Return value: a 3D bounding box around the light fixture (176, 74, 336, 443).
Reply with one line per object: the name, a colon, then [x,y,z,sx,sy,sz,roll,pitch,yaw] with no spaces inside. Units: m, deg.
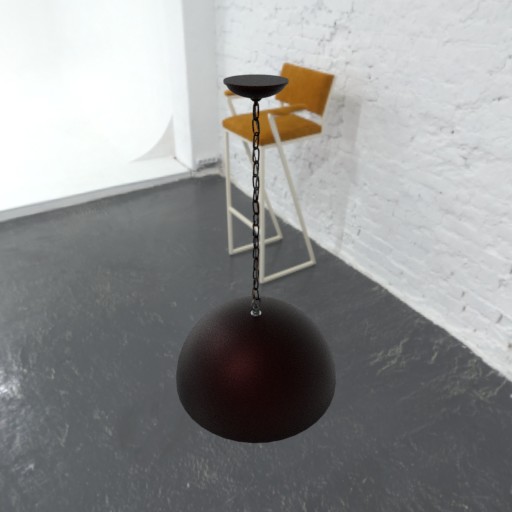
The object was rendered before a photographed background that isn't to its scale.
light fixture: [0.000,0.000,1.161,0.492,0.869,0.492,22,37,32]
